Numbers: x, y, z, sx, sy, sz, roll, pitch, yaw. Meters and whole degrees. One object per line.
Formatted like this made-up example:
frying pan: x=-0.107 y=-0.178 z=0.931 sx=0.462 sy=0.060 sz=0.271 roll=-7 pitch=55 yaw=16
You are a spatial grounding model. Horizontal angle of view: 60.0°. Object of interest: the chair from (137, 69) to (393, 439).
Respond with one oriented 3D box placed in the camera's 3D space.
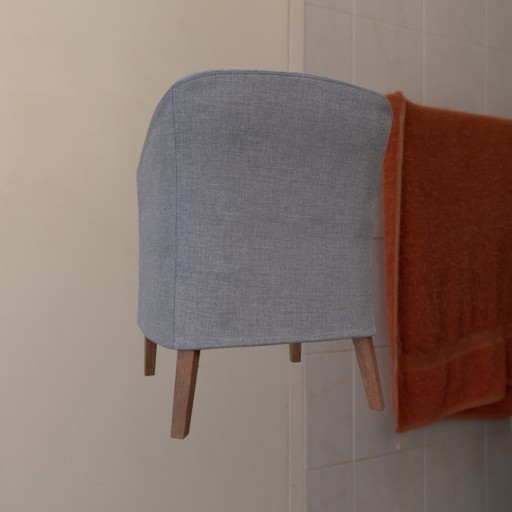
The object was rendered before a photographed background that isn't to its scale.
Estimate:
chair: x=0.000 y=0.000 z=1.237 sx=0.600 sy=0.771 sz=0.668 roll=0 pitch=0 yaw=-20
